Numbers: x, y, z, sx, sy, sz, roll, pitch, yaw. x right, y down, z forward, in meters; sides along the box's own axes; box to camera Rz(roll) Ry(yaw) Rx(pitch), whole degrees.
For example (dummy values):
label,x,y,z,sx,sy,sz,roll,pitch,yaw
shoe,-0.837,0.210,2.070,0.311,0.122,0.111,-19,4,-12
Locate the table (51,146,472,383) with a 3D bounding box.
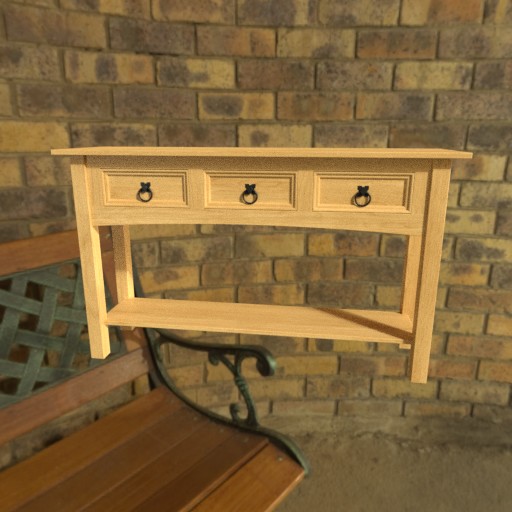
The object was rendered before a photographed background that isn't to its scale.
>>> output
label,x,y,z,sx,sy,sz,roll,pitch,yaw
table,0.000,0.000,1.553,1.240,0.730,0.350,2,16,8
